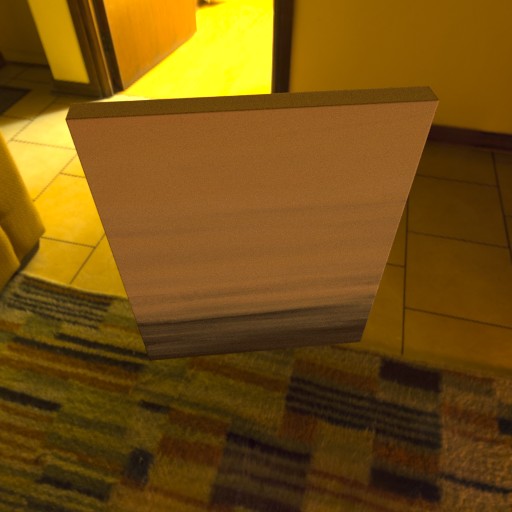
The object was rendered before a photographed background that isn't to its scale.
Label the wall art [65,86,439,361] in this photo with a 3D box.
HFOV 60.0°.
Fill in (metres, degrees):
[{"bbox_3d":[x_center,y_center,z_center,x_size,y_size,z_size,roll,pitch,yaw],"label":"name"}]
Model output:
[{"bbox_3d":[0.000,0.000,0.814,0.489,0.608,0.040,-4,48,-4],"label":"wall art"}]
